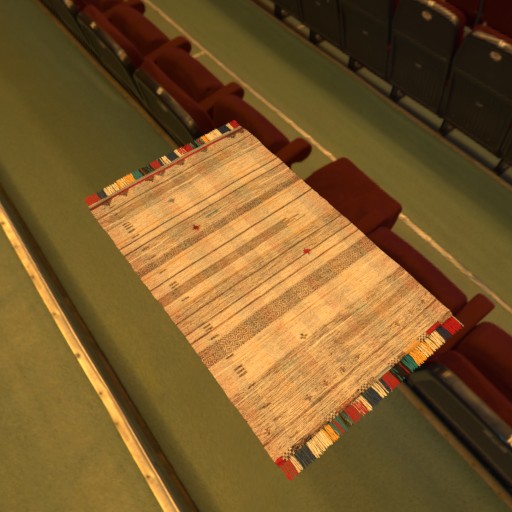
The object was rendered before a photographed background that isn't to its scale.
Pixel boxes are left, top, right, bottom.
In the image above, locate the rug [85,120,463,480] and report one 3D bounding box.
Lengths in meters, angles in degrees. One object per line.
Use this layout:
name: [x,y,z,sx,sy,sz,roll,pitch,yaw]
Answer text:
rug: [0.000,0.000,3.086,1.465,0.012,2.465,-33,63,-19]
